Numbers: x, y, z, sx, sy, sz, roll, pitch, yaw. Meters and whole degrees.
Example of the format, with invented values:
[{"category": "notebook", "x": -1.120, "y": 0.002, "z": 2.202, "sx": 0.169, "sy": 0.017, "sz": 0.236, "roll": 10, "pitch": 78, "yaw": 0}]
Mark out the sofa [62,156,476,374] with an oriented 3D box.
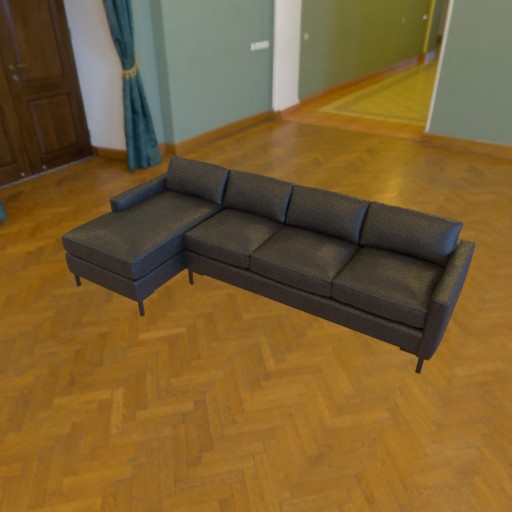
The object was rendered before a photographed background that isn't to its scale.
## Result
[{"category": "sofa", "x": 0.000, "y": 0.000, "z": 3.583, "sx": 2.993, "sy": 0.859, "sz": 1.471, "roll": 18, "pitch": 36, "yaw": 27}]
